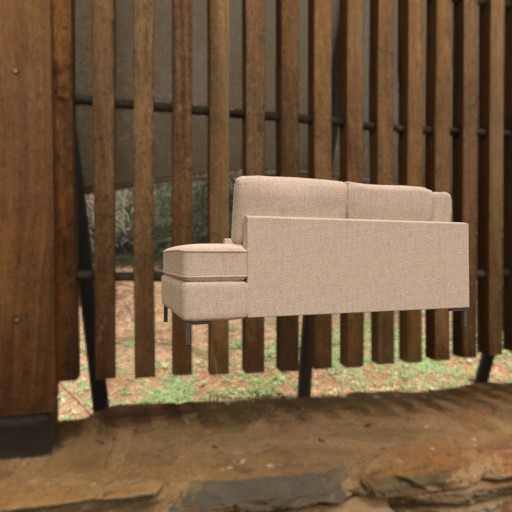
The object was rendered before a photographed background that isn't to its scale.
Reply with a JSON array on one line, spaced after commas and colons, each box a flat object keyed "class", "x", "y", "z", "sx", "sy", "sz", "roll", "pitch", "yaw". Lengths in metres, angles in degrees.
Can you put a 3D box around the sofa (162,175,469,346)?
[{"class": "sofa", "x": 0.000, "y": 0.000, "z": 4.364, "sx": 2.021, "sy": 0.996, "sz": 3.423, "roll": 0, "pitch": 0, "yaw": -19}]
